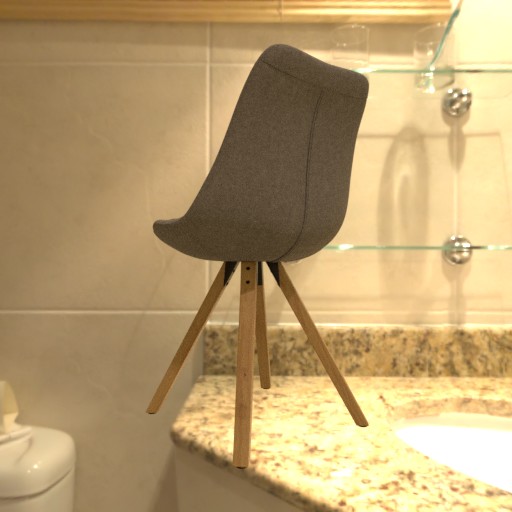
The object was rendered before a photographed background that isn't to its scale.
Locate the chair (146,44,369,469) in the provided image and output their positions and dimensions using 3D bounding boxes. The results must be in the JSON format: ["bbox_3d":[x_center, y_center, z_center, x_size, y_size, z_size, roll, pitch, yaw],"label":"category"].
[{"bbox_3d":[0.000,0.000,1.183,0.483,0.865,0.550,1,-1,-37],"label":"chair"}]
